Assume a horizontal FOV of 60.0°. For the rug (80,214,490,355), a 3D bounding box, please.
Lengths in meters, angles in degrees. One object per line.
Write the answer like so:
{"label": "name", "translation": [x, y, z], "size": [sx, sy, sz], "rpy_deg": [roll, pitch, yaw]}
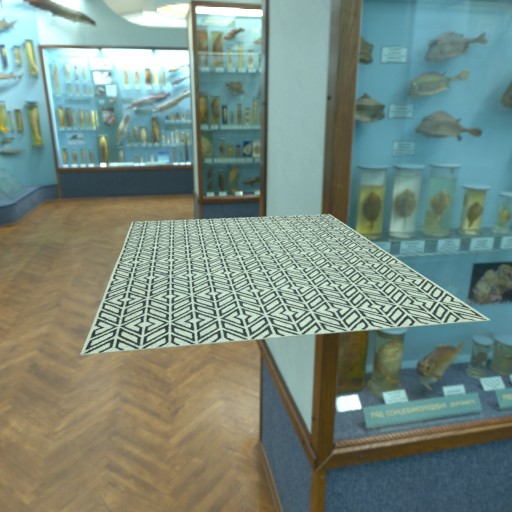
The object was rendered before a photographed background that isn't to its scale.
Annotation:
{"label": "rug", "translation": [0.000, 0.000, 3.971], "size": [2.421, 0.008, 3.045], "rpy_deg": [-3, 18, -9]}
